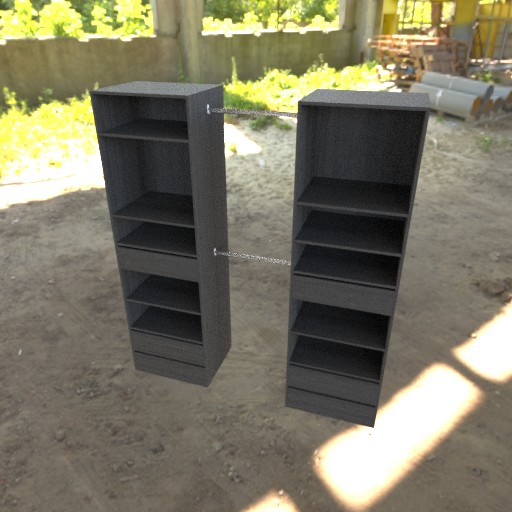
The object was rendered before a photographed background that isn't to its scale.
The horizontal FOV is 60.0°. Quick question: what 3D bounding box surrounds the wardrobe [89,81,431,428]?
[{"bbox_3d":[0.000,0.000,2.856,1.770,2.000,0.480,9,29,16],"label":"wardrobe"}]
